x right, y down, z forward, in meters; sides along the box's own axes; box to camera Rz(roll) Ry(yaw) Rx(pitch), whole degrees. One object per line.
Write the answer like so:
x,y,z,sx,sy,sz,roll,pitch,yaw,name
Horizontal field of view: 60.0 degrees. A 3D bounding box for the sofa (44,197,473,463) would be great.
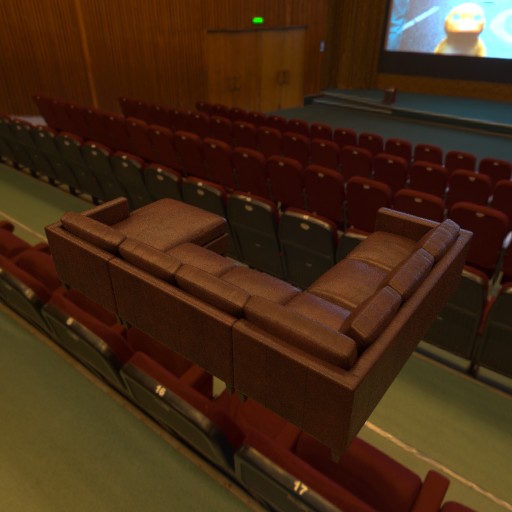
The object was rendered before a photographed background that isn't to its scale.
0.000,0.000,4.392,3.324,0.891,2.452,22,38,32,sofa
